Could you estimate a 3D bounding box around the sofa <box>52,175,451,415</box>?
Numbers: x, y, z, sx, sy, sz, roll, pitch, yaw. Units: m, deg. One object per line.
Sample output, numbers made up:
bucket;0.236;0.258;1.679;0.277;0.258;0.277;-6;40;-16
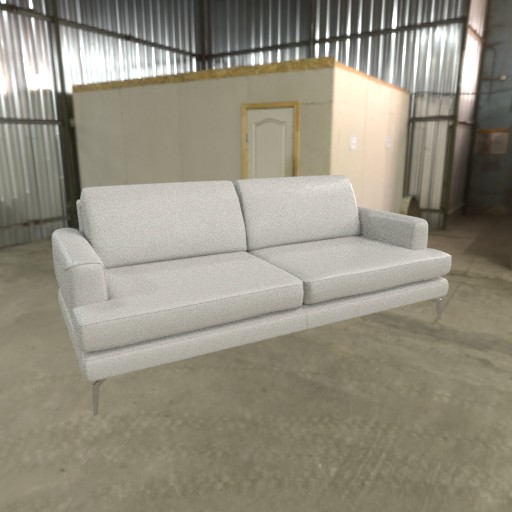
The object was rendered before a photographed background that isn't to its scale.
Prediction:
sofa;0.000;0.000;2.373;1.940;0.765;0.974;-8;17;-28
